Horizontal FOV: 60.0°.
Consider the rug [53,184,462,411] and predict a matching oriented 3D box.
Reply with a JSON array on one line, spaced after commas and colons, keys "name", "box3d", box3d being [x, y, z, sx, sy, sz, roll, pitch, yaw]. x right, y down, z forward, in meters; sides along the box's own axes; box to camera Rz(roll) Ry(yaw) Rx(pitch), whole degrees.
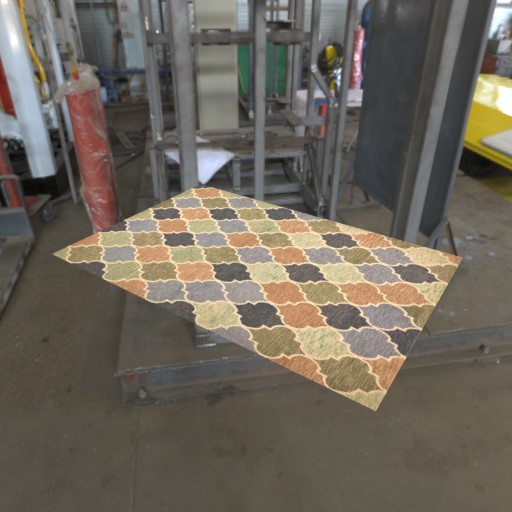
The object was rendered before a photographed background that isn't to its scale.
[{"name": "rug", "box3d": [0.000, 0.000, 2.376, 1.828, 0.006, 1.216, 20, 36, 29]}]
